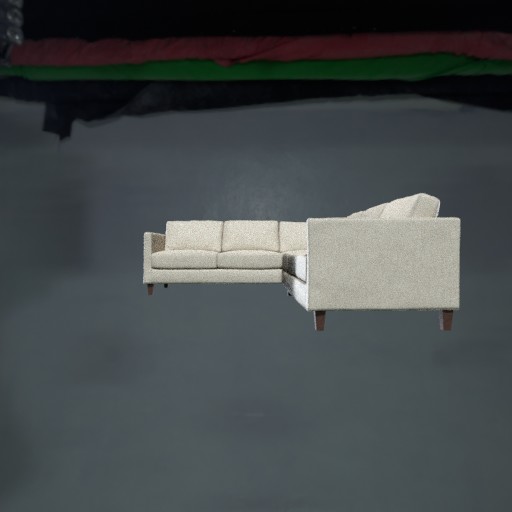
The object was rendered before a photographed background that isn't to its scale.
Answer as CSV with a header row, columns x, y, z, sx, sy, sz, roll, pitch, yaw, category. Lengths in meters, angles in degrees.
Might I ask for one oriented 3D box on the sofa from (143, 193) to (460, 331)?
x,y,z,sx,sy,sz,roll,pitch,yaw,category
0.000,0.000,4.226,2.432,0.863,3.182,0,1,-1,sofa
